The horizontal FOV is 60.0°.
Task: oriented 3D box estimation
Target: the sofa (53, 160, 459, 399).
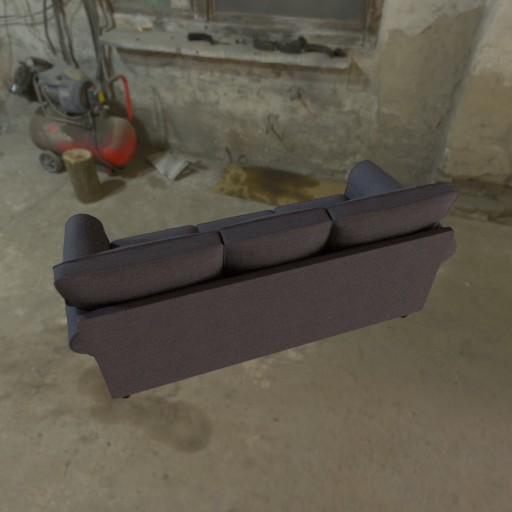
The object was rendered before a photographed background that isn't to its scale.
[{"bbox_3d":[0.000,0.000,2.621,2.084,0.966,0.909,-13,44,-14],"label":"sofa"}]
